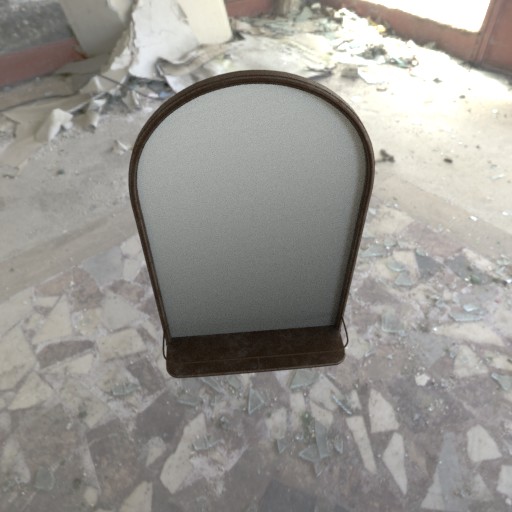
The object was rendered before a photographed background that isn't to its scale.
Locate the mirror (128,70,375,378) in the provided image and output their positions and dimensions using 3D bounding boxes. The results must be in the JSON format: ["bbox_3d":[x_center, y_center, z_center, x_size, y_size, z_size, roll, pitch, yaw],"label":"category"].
[{"bbox_3d":[0.000,0.000,0.986,0.510,0.770,0.137,-4,45,-4],"label":"mirror"}]
